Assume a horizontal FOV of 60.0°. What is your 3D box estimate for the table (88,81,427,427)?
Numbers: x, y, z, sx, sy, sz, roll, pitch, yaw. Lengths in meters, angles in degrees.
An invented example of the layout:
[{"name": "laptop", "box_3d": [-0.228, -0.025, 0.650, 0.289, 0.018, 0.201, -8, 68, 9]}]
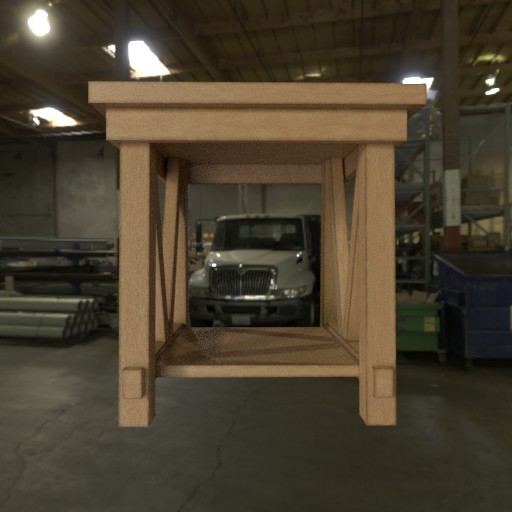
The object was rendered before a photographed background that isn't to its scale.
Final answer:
[{"name": "table", "box_3d": [0.000, 0.000, 1.110, 0.610, 0.638, 0.612, 0, 1, -1]}]
